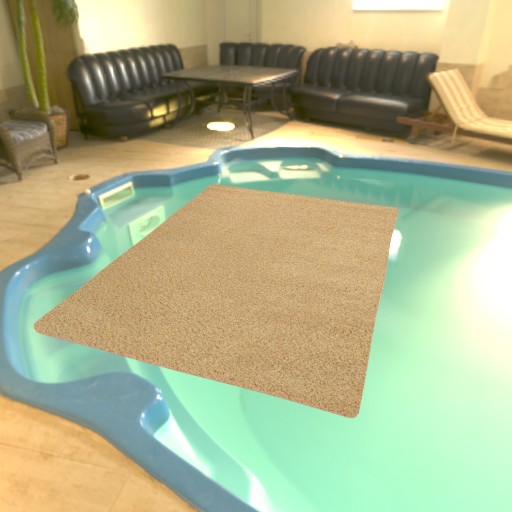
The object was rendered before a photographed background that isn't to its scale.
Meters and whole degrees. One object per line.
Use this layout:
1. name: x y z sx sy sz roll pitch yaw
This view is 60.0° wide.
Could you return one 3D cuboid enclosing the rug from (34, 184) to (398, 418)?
1. rug: 0.000 0.000 2.114 1.199 0.025 1.600 10 31 17
